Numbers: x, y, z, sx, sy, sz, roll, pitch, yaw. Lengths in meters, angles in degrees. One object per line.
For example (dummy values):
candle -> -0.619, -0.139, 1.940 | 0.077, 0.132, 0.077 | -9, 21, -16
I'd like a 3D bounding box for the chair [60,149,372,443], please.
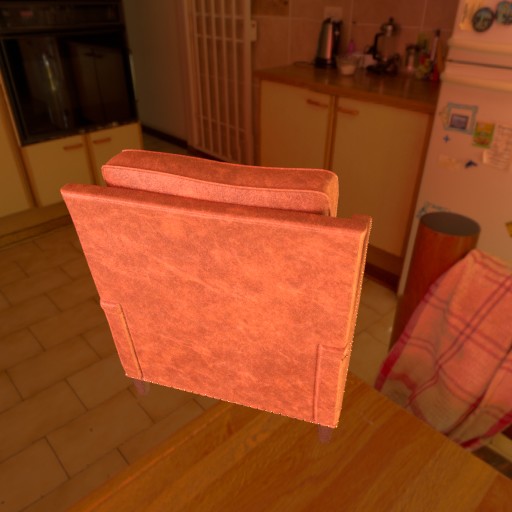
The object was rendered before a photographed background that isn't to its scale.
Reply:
chair -> 0.000, 0.000, 1.791 | 0.854, 1.054, 1.035 | 9, 33, 14
